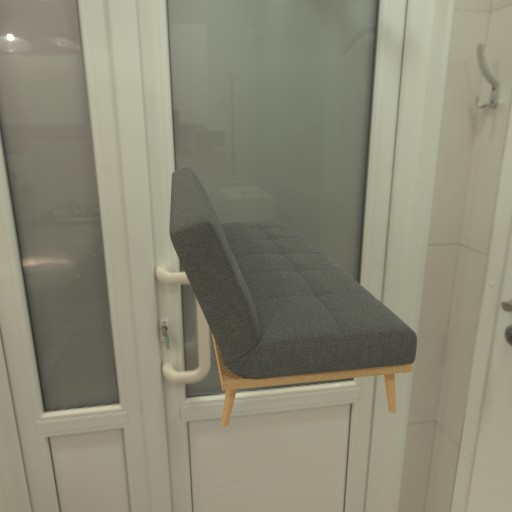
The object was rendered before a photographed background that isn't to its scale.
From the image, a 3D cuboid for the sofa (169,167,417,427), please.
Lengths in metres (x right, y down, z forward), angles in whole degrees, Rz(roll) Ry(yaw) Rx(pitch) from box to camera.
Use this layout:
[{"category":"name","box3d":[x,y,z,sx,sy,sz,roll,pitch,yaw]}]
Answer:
[{"category":"sofa","box3d":[0.000,0.000,2.266,0.820,0.770,1.820,-3,17,-10]}]
